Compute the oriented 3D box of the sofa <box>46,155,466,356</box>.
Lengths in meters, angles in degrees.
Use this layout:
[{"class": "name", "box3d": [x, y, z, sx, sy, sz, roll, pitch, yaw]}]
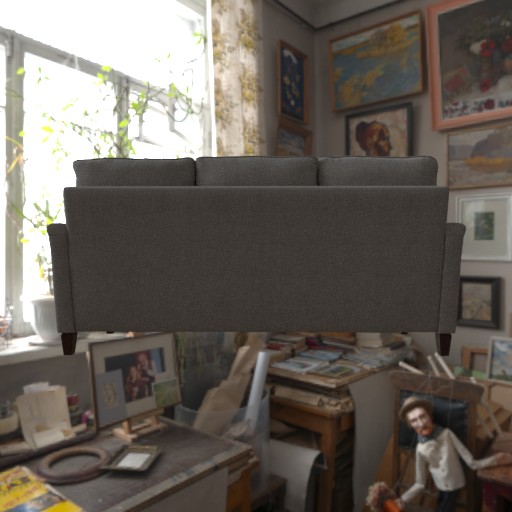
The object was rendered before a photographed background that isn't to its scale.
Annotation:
[{"class": "sofa", "box3d": [0.000, 0.000, 2.395, 1.925, 0.959, 0.828, 0, 0, 1]}]
